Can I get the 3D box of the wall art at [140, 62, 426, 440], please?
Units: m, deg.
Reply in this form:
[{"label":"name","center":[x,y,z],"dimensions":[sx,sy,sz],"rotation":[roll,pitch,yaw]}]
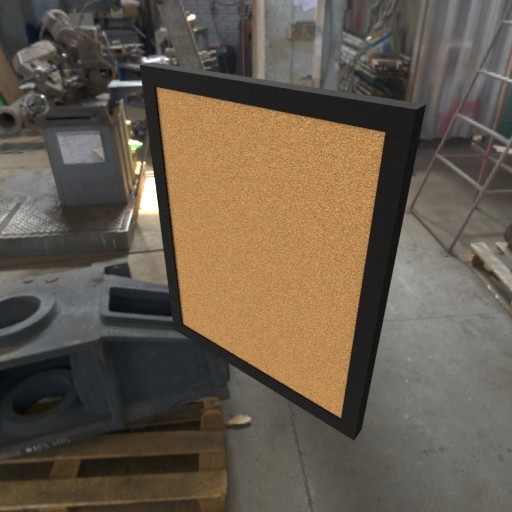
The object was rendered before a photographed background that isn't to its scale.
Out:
[{"label":"wall art","center":[0.000,0.000,0.748],"dimensions":[0.457,0.559,0.029],"rotation":[23,39,32]}]
